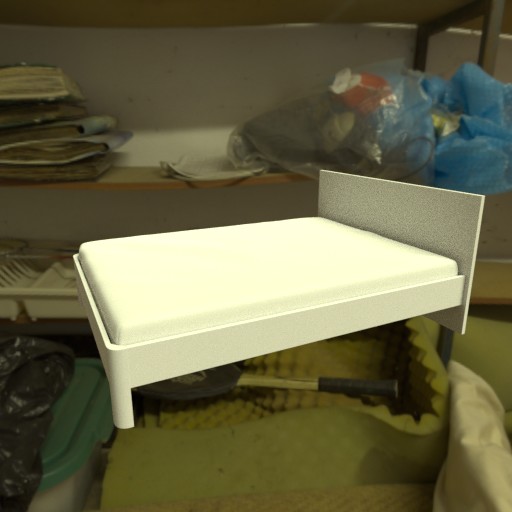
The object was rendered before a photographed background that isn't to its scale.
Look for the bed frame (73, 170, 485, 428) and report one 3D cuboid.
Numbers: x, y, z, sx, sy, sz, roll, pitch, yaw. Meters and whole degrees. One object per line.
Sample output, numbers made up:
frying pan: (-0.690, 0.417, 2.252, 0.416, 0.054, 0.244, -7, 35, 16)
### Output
bed frame: (0.000, 0.000, 2.669, 1.950, 0.800, 1.490, -8, 19, -25)
